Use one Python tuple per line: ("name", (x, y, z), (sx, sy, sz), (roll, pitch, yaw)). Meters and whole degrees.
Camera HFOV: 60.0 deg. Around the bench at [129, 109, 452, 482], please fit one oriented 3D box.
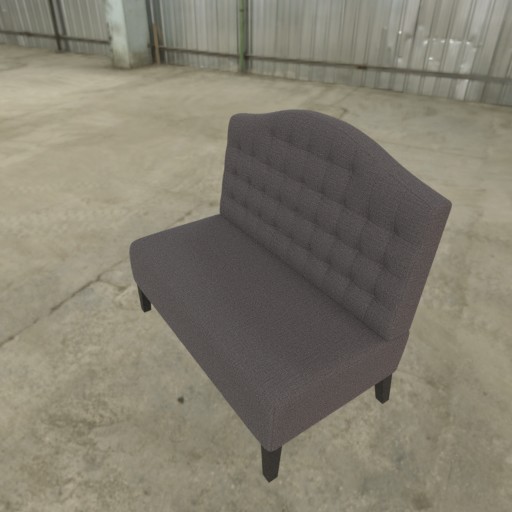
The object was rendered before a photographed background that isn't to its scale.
("bench", (0.000, 0.000, 2.069), (0.815, 1.180, 1.335), (-21, 39, -28))
